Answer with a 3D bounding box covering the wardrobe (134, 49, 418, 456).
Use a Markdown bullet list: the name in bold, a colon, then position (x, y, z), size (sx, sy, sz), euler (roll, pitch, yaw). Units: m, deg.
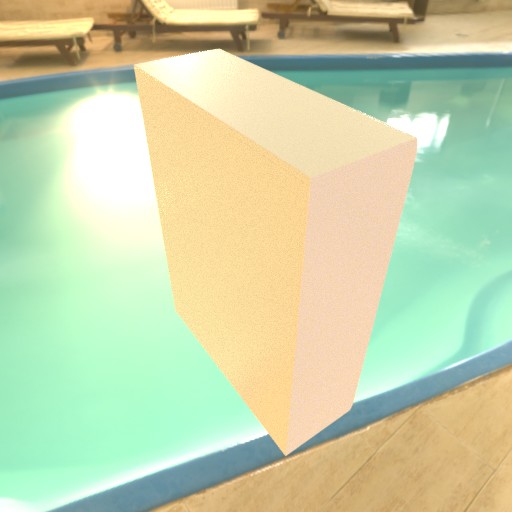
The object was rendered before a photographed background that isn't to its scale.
- **wardrobe**: position (0.000, 0.000, 1.644), size (0.360, 1.200, 0.900), euler (-24, 46, -26)
